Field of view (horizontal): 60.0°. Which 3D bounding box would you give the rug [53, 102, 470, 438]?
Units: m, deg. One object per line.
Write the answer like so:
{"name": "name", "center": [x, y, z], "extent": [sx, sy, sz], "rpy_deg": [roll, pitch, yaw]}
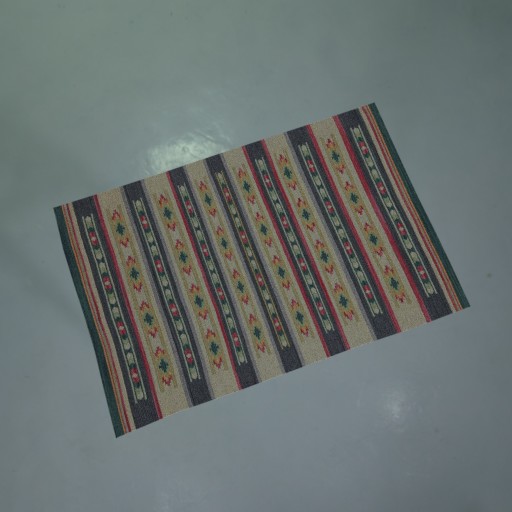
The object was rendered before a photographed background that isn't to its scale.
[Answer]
{"name": "rug", "center": [0.000, 0.000, 2.849], "extent": [2.311, 0.010, 1.522], "rpy_deg": [-19, 77, -4]}
